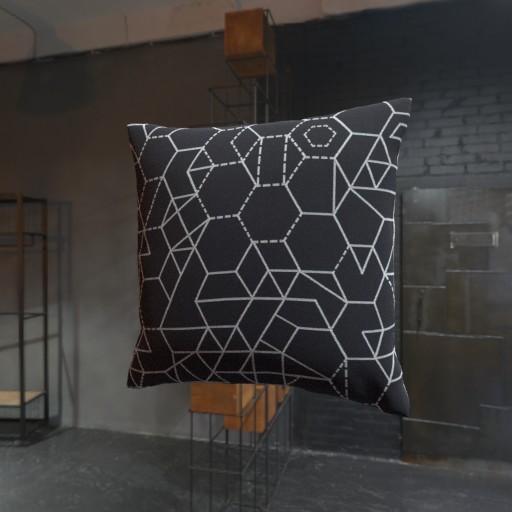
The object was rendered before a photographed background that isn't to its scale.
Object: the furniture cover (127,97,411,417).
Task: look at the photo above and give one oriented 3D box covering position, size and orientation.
[{"bbox_3d":[0.000,0.000,0.779,0.517,0.508,0.158,0,0,17],"label":"furniture cover"}]
